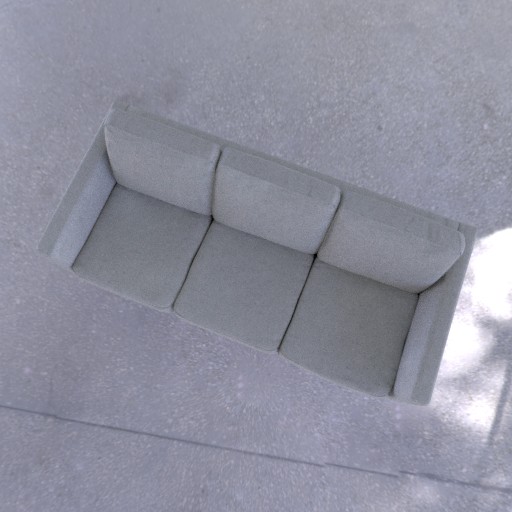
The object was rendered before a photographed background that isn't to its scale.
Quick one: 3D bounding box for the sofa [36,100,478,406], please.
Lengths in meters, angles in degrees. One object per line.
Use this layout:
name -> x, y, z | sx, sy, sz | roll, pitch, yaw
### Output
sofa -> 0.000, 0.000, 2.395 | 1.983, 0.918, 0.944 | 21, 77, 5
